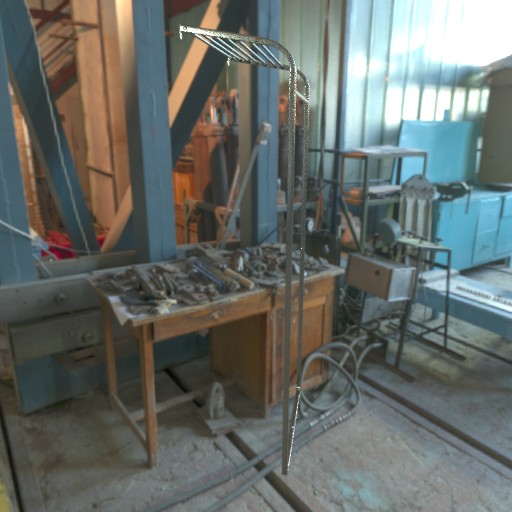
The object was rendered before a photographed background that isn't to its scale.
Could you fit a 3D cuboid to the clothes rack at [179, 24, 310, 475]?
[{"bbox_3d":[0.000,0.000,1.777,0.349,1.574,0.609,3,16,10],"label":"clothes rack"}]
